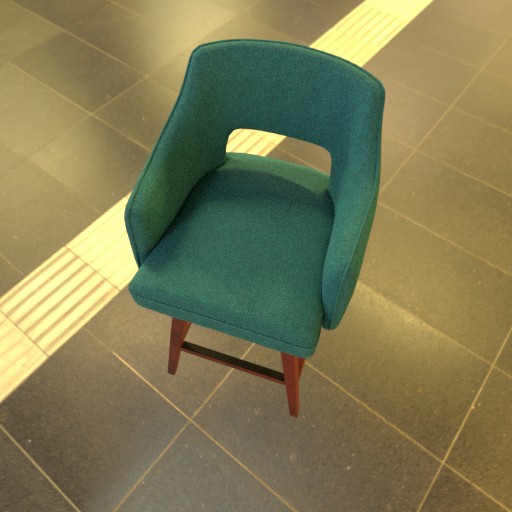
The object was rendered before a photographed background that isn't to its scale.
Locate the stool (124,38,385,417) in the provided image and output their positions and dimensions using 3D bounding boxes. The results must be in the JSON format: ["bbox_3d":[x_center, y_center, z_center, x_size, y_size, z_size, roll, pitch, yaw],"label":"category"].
[{"bbox_3d":[0.000,0.000,1.247,0.548,0.961,0.556,16,59,10],"label":"stool"}]
